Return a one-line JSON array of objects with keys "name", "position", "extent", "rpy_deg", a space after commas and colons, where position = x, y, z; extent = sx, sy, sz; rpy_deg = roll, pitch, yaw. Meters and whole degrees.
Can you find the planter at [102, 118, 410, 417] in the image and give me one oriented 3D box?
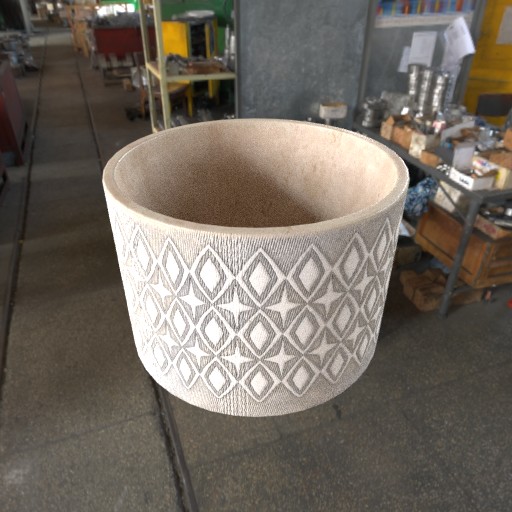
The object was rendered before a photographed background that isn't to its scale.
[{"name": "planter", "position": [0.000, 0.000, 0.281], "extent": [0.164, 0.127, 0.164], "rpy_deg": [0, 33, 0]}]
